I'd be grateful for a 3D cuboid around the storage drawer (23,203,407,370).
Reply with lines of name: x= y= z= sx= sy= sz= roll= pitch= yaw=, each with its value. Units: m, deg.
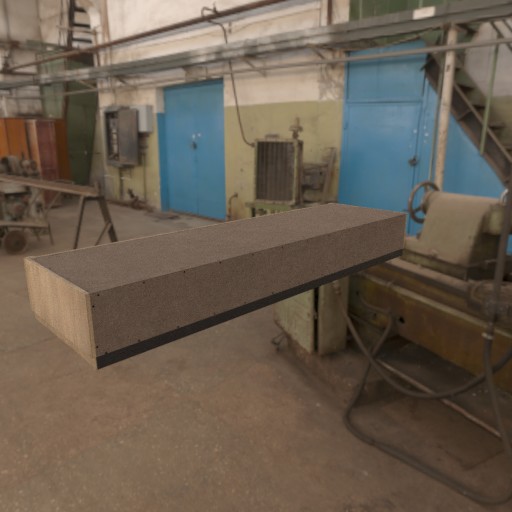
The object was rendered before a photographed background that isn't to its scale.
storage drawer: x=0.000 y=0.000 z=2.335 sx=2.072 sy=0.274 sz=0.591 roll=-15 pitch=21 yaw=-42
